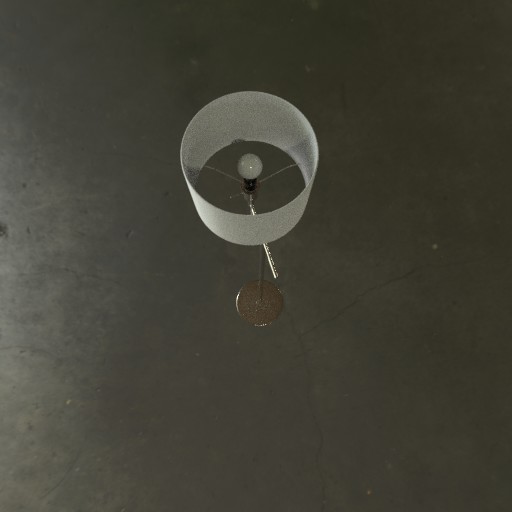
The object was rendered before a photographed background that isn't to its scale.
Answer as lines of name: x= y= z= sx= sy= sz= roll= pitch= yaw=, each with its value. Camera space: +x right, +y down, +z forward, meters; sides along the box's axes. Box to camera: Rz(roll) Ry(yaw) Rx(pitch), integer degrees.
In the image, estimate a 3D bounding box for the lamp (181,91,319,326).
lamp: x=0.000 y=0.000 z=1.797 sx=0.324 sy=1.600 sz=0.416 roll=-18 pitch=76 yaw=-5
